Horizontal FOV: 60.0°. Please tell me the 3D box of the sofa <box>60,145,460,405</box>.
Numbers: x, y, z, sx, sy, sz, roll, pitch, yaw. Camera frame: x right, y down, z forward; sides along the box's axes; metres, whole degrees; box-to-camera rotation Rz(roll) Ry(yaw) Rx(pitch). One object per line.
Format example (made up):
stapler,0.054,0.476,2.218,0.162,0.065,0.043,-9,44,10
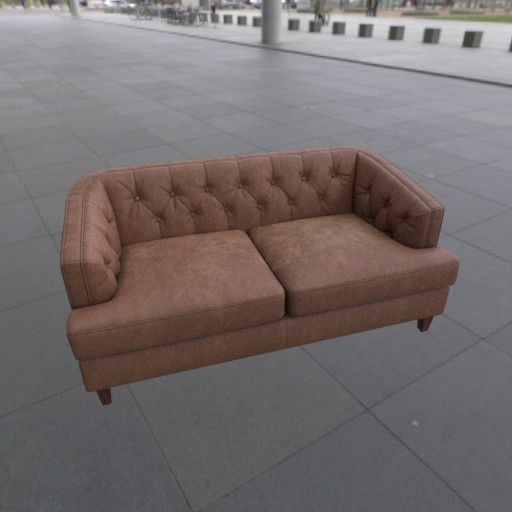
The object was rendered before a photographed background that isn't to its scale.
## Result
sofa,0.000,0.000,2.253,1.755,0.786,0.914,-9,32,-15
